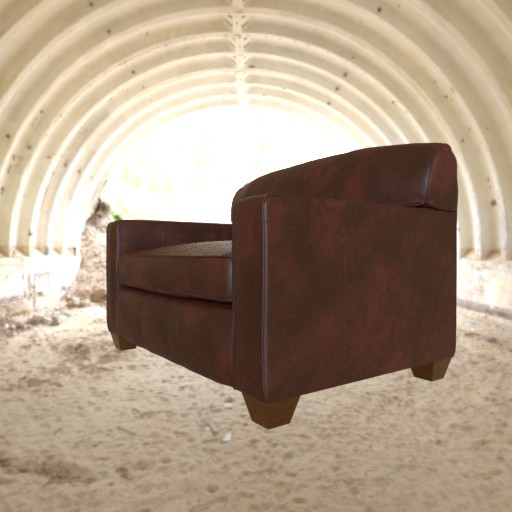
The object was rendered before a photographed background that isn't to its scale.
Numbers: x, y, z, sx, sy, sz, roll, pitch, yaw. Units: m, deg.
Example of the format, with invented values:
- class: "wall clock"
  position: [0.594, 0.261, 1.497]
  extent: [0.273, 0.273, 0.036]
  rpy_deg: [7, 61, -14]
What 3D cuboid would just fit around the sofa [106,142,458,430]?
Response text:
- class: "sofa"
  position: [0.000, 0.000, 2.005]
  extent: [1.000, 0.956, 1.413]
  rpy_deg: [0, 1, -36]
